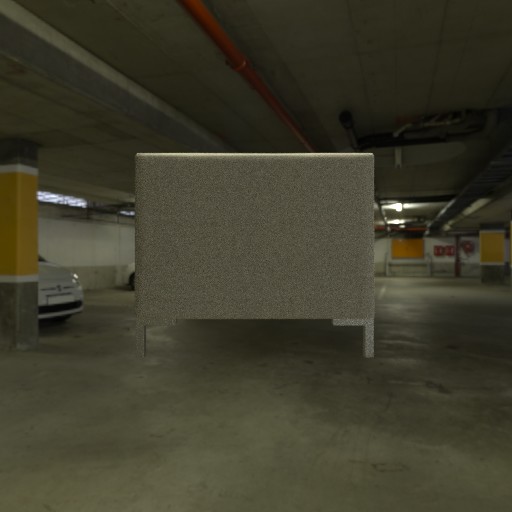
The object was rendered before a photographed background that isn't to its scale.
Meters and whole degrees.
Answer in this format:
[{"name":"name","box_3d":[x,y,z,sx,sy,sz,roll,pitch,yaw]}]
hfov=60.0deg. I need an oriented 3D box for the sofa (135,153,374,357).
[{"name":"sofa","box_3d":[0.000,0.000,2.445,0.797,0.655,2.102,0,0,0]}]
